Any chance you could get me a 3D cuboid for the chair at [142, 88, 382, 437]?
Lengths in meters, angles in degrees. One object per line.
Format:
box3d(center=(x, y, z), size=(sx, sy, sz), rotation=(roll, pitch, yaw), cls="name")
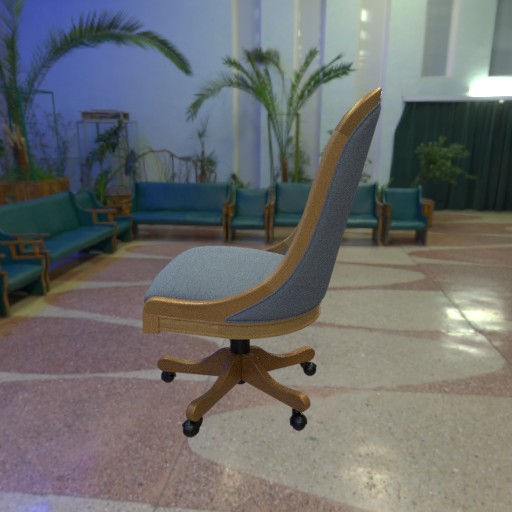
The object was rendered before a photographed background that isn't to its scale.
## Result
box3d(center=(0.000, 0.000, 1.481), size=(0.735, 1.031, 0.605), rotation=(3, 15, 9), cls="chair")
